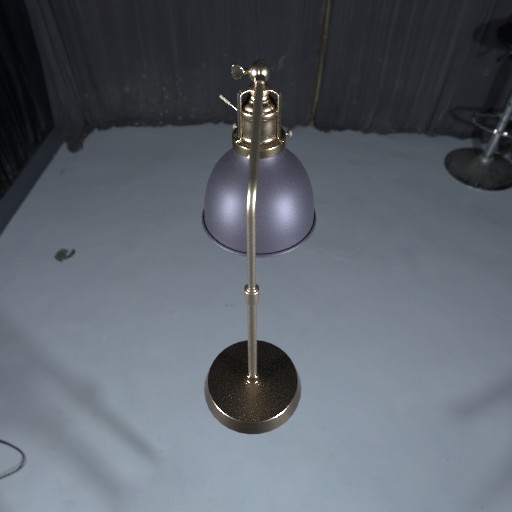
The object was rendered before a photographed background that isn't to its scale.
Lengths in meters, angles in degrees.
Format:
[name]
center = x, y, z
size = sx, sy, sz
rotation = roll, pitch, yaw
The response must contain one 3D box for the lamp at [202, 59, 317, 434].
[lamp]
center = 0.000, 0.000, 0.582
size = 0.160, 0.456, 0.291
rotation = 3, 47, 2
